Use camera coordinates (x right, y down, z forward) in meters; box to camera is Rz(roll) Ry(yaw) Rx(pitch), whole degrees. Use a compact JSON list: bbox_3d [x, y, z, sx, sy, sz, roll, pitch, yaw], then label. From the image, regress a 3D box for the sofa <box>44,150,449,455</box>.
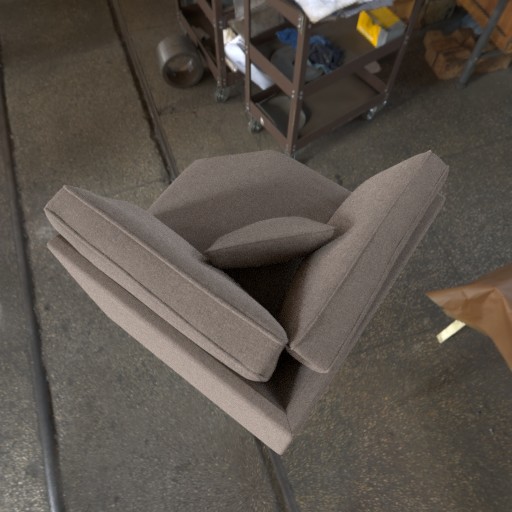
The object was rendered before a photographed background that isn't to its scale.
[{"bbox_3d":[0.000,0.000,1.827,1.042,0.951,1.050,33,67,16],"label":"sofa"}]
